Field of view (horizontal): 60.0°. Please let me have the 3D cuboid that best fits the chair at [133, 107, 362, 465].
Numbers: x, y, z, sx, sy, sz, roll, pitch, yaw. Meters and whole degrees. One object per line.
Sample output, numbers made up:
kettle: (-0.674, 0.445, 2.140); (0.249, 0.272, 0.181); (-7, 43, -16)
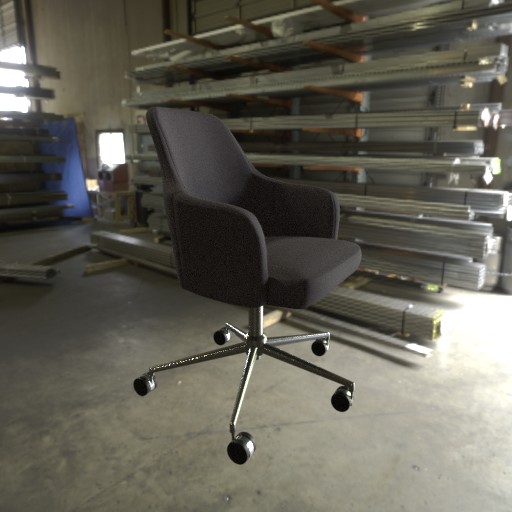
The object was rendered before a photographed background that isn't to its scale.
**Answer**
chair: (0.000, 0.000, 1.262); (0.600, 0.820, 0.655); (7, 15, 27)
